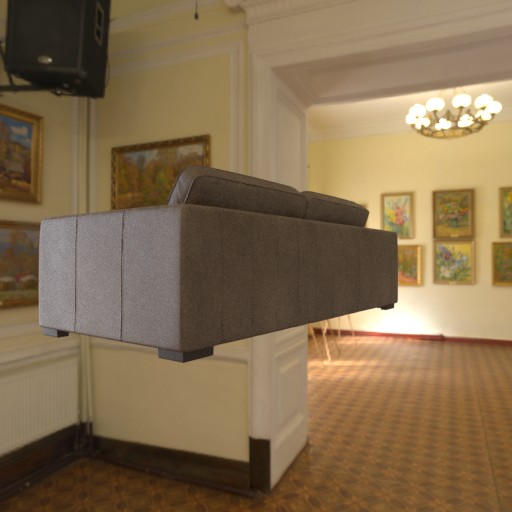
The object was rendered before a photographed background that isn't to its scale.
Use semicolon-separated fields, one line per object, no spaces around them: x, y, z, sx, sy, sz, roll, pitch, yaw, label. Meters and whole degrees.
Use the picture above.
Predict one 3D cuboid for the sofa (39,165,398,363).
0.000;0.000;2.798;1.070;0.801;2.262;0;0;37;sofa
